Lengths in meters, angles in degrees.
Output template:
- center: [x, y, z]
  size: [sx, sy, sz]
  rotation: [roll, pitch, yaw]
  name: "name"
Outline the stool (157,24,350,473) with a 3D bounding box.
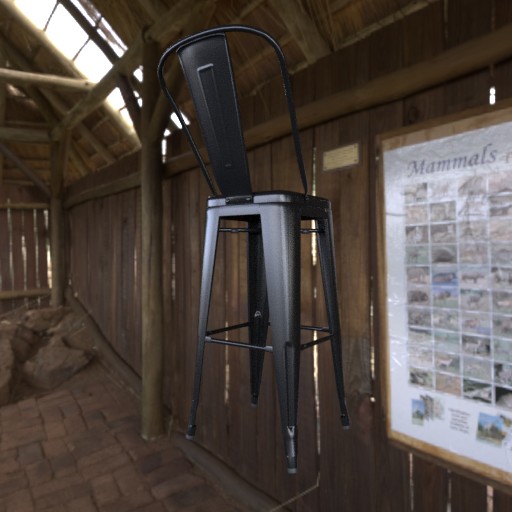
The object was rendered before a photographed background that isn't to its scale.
- center: [0.000, 0.000, 1.292]
  size: [0.399, 1.096, 0.513]
  rotation: [1, 1, 35]
  name: "stool"
